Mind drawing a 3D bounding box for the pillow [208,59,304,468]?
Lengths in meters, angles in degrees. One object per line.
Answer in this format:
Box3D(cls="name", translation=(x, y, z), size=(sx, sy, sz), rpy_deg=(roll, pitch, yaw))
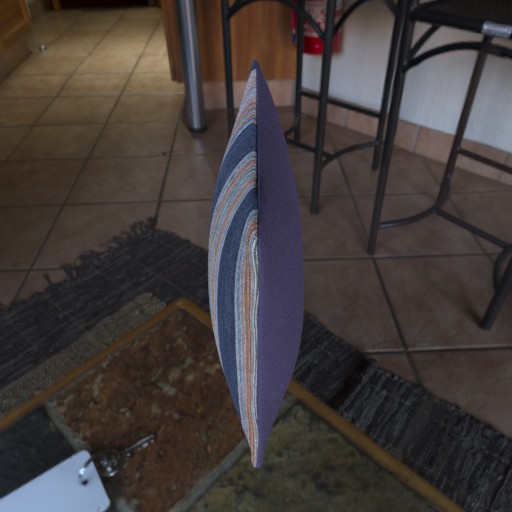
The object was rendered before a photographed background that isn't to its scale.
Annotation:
Box3D(cls="pillow", translation=(0.000, 0.000, 0.643), size=(0.136, 0.419, 0.437), rpy_deg=(0, 41, 0))
